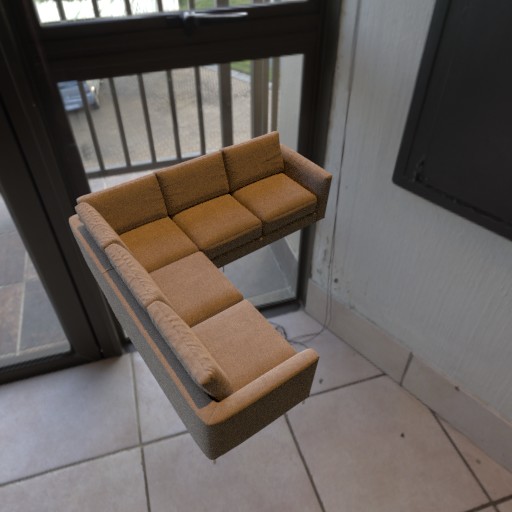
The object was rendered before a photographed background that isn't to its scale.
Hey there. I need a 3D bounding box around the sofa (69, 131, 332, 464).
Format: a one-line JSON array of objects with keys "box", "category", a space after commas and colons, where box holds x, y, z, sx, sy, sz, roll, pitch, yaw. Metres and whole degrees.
[{"box": [0.000, 0.000, 3.865, 2.438, 0.864, 2.438, -26, 48, -26], "category": "sofa"}]
